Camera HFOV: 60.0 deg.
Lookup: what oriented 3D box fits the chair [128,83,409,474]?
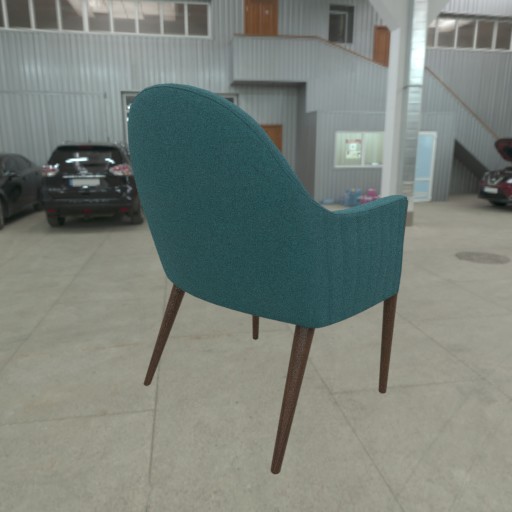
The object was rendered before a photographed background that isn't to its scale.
[{"bbox_3d":[0.000,0.000,1.322,0.656,0.907,0.652,13,19,43],"label":"chair"}]
